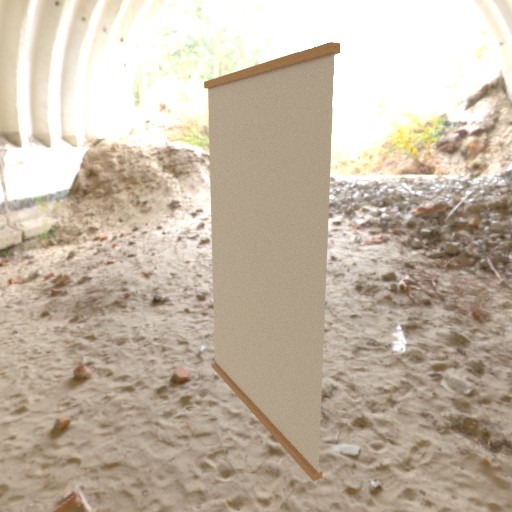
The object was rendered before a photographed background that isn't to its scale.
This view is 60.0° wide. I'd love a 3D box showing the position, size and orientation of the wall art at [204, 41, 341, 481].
[{"bbox_3d":[0.000,0.000,1.903,0.040,1.510,0.991,-7,16,-27],"label":"wall art"}]
